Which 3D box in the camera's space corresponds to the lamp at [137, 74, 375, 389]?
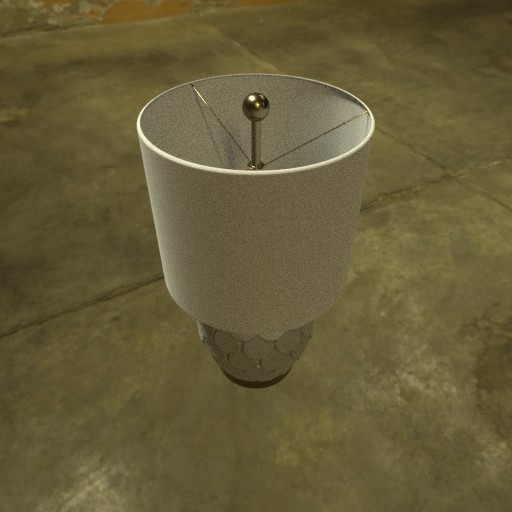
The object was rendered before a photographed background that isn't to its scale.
[{"bbox_3d":[0.000,0.000,0.614,0.254,0.452,0.254,0,41,0],"label":"lamp"}]
